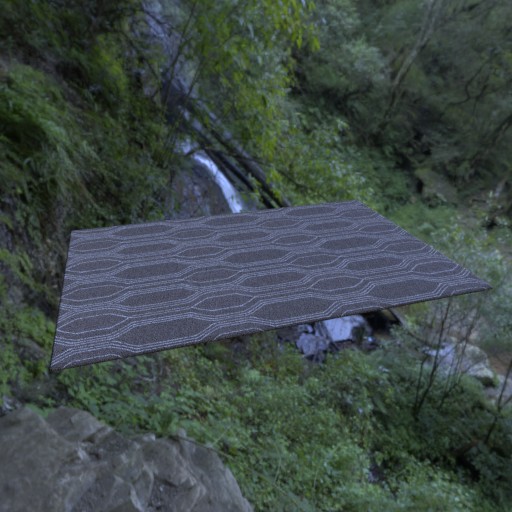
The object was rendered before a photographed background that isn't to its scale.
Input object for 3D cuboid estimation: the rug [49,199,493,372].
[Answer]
[{"bbox_3d":[0.000,0.000,2.252,1.836,0.012,1.239,-8,27,-16],"label":"rug"}]
